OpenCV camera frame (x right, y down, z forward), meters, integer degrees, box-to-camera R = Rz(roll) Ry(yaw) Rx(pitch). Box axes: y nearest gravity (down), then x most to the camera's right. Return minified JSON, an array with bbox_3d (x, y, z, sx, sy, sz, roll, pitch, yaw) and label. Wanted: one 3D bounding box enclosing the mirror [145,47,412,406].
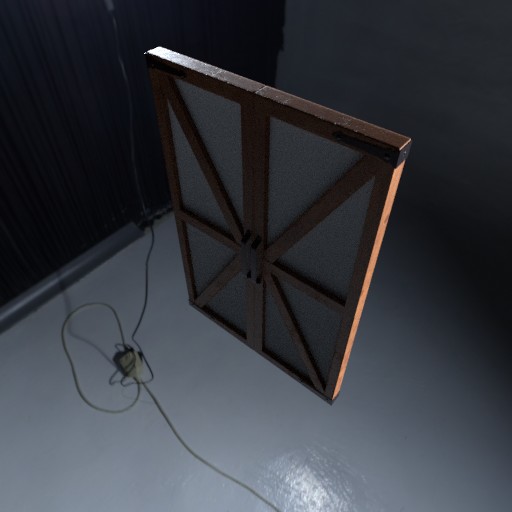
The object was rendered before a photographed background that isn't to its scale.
[{"bbox_3d":[0.000,0.000,0.983,0.517,0.761,0.053,31,53,26],"label":"mirror"}]
